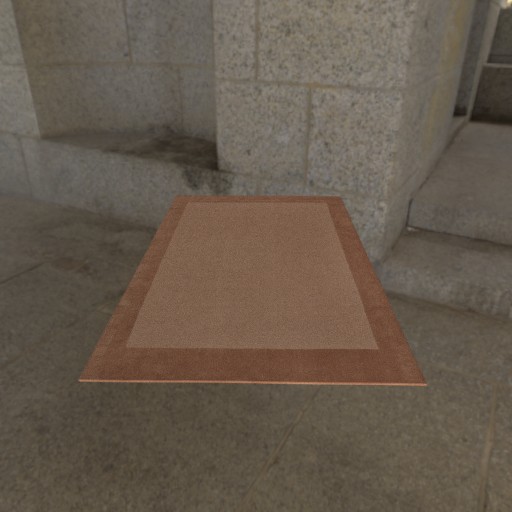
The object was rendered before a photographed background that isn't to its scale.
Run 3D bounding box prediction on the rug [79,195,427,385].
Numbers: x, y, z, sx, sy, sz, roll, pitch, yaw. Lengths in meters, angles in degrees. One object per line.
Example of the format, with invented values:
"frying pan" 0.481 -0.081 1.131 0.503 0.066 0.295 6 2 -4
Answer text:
"rug" 0.000 0.000 3.018 1.524 0.014 2.438 0 27 1
